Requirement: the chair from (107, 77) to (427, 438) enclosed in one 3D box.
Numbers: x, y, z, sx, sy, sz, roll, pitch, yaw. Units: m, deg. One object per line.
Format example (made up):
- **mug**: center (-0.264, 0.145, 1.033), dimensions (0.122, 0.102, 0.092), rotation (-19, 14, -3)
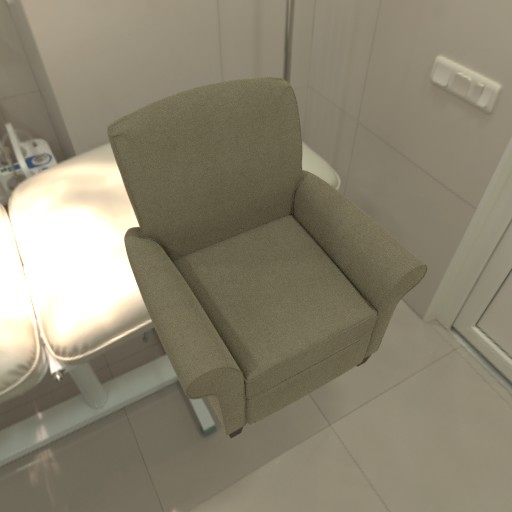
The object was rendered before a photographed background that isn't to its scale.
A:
- **chair**: center (0.000, 0.000, 1.786), dimensions (0.978, 1.061, 0.905), rotation (-23, 51, -20)
